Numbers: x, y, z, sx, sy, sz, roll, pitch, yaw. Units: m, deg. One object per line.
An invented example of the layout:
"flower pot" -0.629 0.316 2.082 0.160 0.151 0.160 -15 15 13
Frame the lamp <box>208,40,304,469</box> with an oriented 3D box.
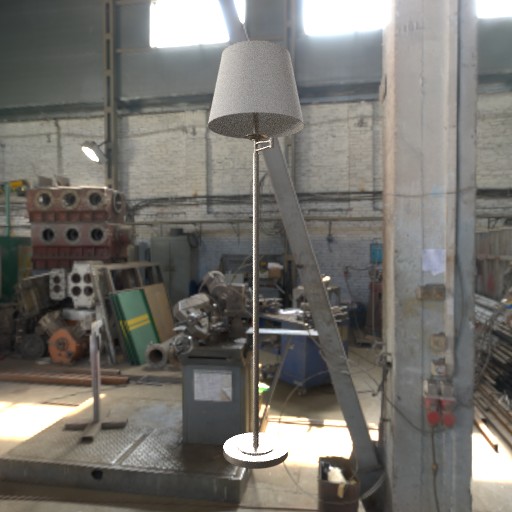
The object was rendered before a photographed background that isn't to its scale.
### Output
"lamp" 0.000 0.000 1.647 0.355 1.473 0.355 0 1 0
